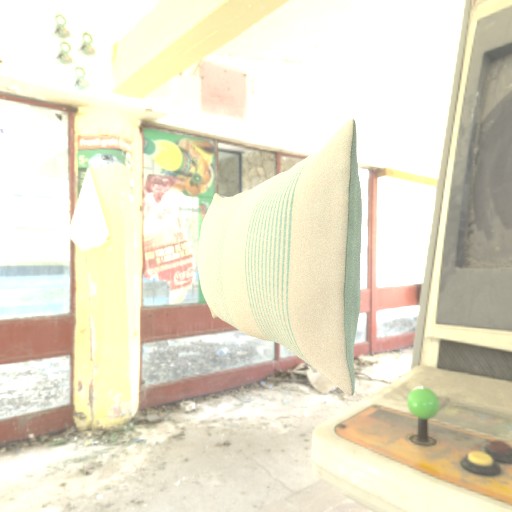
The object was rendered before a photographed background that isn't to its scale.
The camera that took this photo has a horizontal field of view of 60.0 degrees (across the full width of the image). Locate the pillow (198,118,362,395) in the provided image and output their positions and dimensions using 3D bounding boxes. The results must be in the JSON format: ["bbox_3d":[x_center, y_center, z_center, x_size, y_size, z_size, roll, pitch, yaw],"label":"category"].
[{"bbox_3d":[0.000,0.000,0.730,0.151,0.287,0.610,0,0,-18],"label":"pillow"}]
